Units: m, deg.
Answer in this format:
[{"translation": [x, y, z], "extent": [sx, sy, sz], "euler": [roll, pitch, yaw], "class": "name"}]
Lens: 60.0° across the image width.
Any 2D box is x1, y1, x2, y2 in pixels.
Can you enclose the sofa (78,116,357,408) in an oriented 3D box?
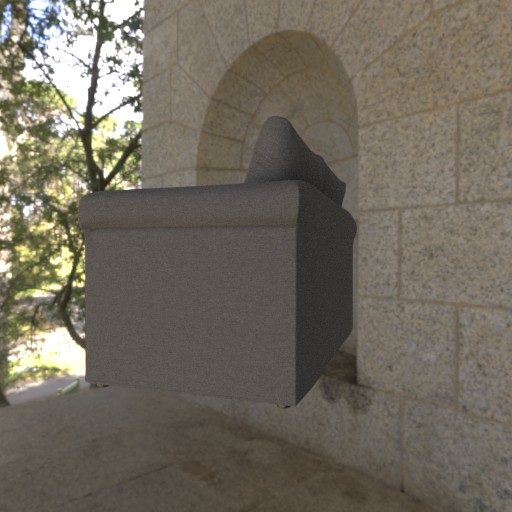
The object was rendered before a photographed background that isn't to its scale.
[{"translation": [0.000, 0.000, 2.001], "extent": [0.741, 0.872, 1.460], "euler": [0, 0, 19], "class": "sofa"}]
